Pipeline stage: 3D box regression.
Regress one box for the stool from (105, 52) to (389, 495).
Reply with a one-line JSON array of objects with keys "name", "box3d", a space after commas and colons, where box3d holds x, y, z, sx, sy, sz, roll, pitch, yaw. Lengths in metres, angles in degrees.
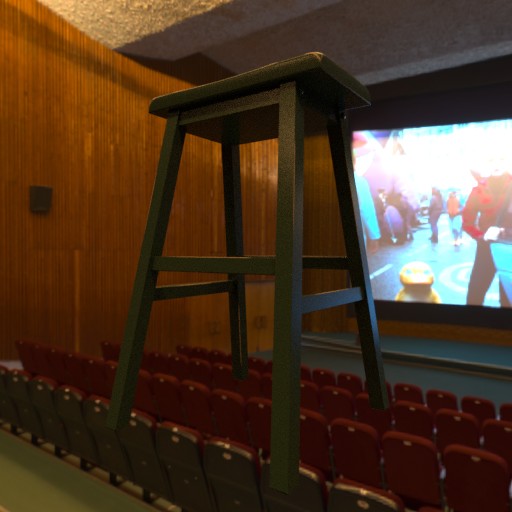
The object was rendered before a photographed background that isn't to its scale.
[{"name": "stool", "box3d": [0.000, 0.000, 1.010, 0.457, 0.737, 0.476, 1, 1, 35]}]
